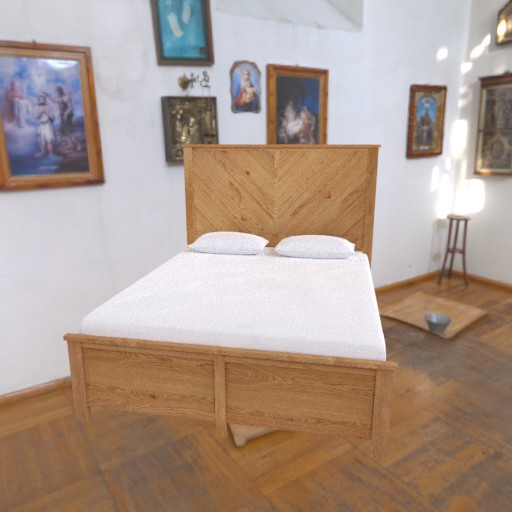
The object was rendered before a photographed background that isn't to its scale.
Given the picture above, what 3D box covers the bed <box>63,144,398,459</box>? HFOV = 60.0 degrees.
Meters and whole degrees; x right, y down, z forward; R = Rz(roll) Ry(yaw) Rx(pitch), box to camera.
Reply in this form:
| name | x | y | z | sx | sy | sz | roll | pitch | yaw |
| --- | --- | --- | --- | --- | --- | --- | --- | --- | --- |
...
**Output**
| name | x | y | z | sx | sy | sz | roll | pitch | yaw |
| --- | --- | --- | --- | --- | --- | --- | --- | --- | --- |
| bed | 0.000 | 0.000 | 3.986 | 2.225 | 1.938 | 2.530 | 3 | 15 | 11 |
